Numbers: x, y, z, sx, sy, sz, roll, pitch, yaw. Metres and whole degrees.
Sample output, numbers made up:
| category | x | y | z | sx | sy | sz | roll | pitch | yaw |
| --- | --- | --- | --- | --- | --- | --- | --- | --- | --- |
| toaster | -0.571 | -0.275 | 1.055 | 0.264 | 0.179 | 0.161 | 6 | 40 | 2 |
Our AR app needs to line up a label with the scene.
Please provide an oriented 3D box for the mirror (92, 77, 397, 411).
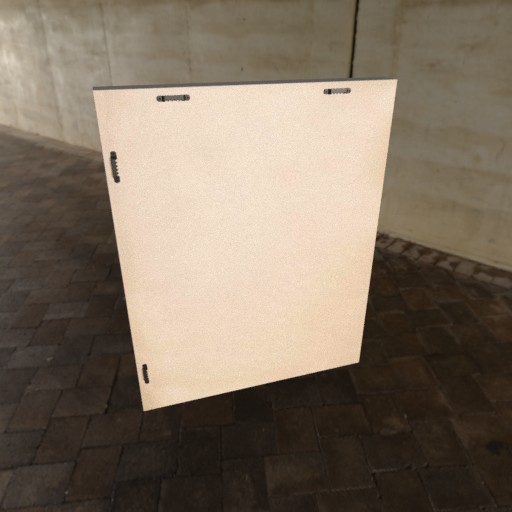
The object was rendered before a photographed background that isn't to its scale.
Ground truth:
| category | x | y | z | sx | sy | sz | roll | pitch | yaw |
| --- | --- | --- | --- | --- | --- | --- | --- | --- | --- |
| mirror | 0.000 | 0.000 | 0.694 | 0.405 | 0.508 | 0.041 | -8 | 28 | -16 |
